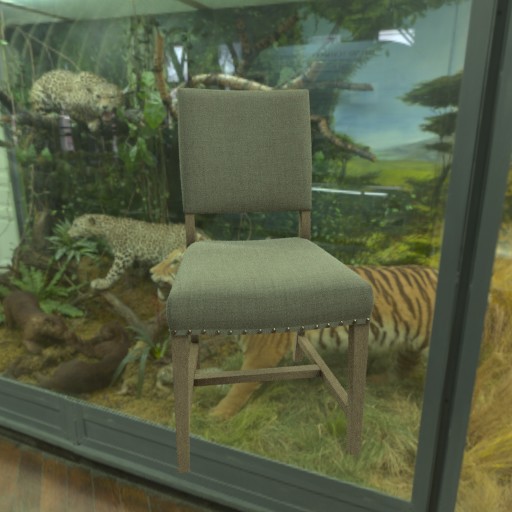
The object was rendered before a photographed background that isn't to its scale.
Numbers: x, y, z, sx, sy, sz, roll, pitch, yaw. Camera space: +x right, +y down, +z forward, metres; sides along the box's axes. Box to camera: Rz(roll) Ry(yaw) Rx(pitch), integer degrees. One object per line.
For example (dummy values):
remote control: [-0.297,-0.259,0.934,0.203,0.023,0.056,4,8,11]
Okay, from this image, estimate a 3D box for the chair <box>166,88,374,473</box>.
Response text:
chair: [0.000,0.000,1.335,0.508,0.986,0.622,-2,16,-8]
